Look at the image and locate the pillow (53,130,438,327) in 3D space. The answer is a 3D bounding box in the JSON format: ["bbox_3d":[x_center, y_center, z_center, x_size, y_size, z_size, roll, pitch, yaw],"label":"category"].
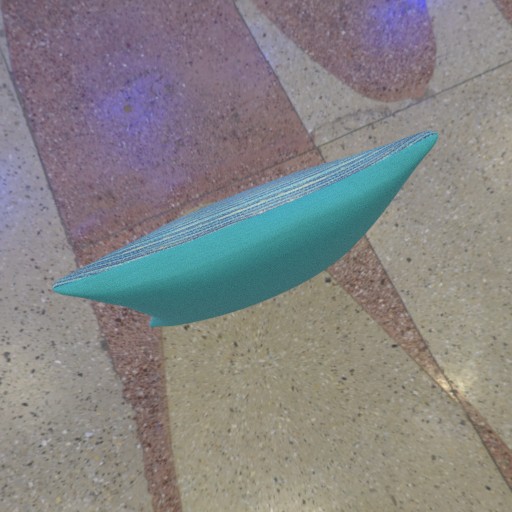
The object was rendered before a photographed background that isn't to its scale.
[{"bbox_3d":[0.000,0.000,0.775,0.514,0.497,0.150,-22,77,-5],"label":"pillow"}]
